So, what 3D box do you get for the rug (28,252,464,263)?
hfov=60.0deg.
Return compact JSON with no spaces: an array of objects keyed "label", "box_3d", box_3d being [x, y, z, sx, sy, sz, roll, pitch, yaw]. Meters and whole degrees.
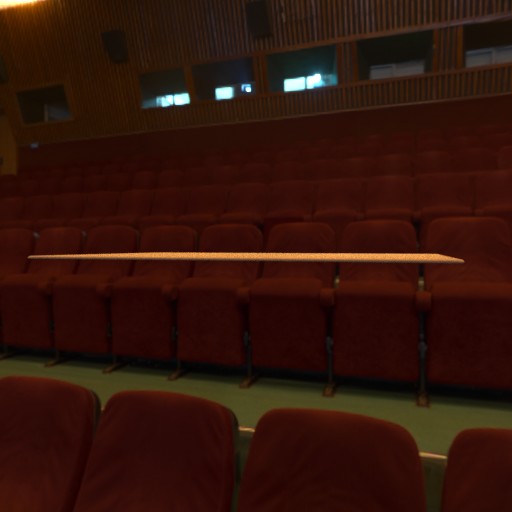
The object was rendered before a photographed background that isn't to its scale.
[{"label":"rug","box_3d":[0.000,0.000,2.086,1.668,0.012,1.061,0,1,18]}]
